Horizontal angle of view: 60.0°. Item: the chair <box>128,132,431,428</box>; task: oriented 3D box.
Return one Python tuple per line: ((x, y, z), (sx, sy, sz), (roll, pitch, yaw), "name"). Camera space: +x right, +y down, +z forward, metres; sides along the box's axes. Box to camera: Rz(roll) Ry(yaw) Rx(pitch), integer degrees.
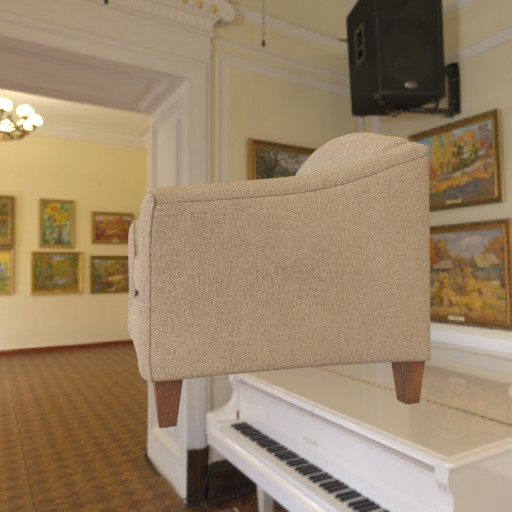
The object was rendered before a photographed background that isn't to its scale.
((0.000, 0.000, 1.458), (0.787, 0.839, 0.763), (0, -2, -18), "chair")
